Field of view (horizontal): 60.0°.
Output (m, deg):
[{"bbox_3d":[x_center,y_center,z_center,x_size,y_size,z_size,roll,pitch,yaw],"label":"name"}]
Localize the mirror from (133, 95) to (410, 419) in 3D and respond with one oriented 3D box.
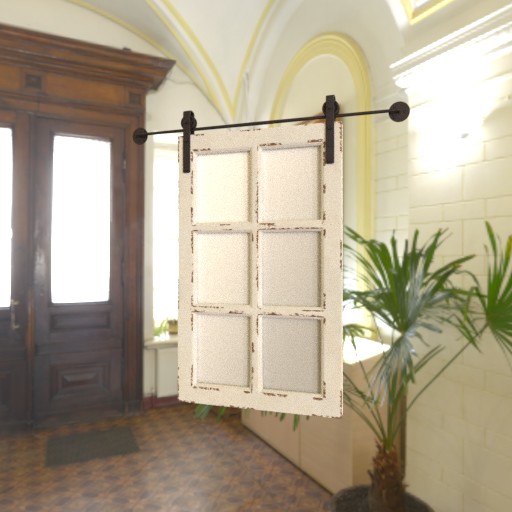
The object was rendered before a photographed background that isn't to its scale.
[{"bbox_3d":[0.000,0.000,1.227,0.808,0.844,0.037,0,0,18],"label":"mirror"}]
